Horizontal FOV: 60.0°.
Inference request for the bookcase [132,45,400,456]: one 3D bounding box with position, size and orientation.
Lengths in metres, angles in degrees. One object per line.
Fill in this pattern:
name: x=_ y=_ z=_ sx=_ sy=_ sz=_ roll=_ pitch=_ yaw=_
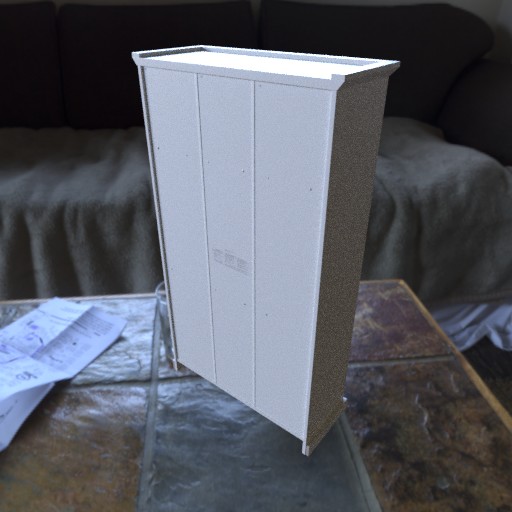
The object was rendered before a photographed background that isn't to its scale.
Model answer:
bookcase: x=0.000 y=0.000 z=2.279 sx=1.050 sy=1.880 sz=0.432 roll=22 pitch=37 yaw=32
